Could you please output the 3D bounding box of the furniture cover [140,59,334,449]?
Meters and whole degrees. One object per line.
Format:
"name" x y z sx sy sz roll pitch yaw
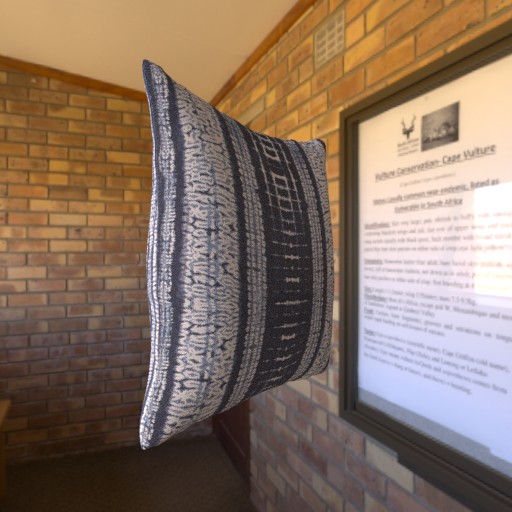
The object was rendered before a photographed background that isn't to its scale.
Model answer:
"furniture cover" 0.000 0.000 0.659 0.133 0.435 0.425 0 0 36
